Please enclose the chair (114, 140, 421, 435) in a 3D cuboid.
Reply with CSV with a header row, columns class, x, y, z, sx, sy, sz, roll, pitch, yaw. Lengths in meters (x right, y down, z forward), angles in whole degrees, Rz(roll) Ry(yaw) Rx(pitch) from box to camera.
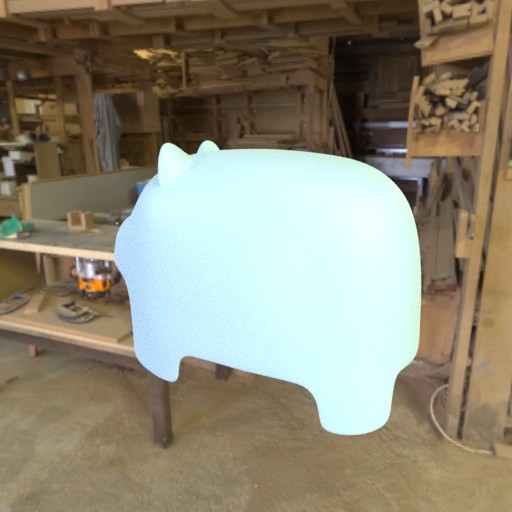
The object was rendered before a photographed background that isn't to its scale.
class,x,y,z,sx,sy,sz,roll,pitch,yaw
chair,0.000,0.000,0.856,0.619,0.423,0.364,8,18,24
